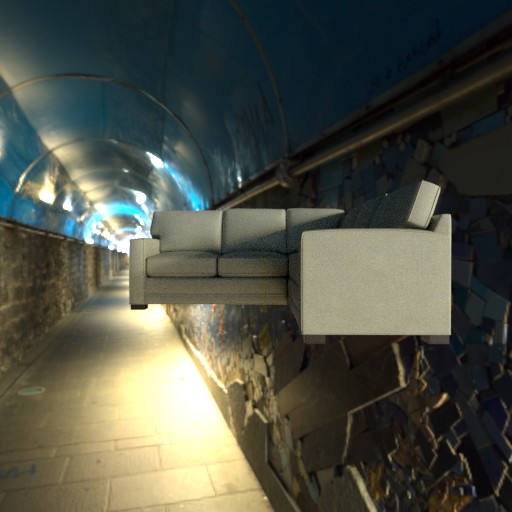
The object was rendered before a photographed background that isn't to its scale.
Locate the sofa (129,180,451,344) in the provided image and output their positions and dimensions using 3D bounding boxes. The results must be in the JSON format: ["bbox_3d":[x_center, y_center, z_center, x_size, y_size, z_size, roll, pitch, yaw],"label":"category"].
[{"bbox_3d":[0.000,0.000,3.500,2.188,0.936,2.211,0,1,0],"label":"sofa"}]
